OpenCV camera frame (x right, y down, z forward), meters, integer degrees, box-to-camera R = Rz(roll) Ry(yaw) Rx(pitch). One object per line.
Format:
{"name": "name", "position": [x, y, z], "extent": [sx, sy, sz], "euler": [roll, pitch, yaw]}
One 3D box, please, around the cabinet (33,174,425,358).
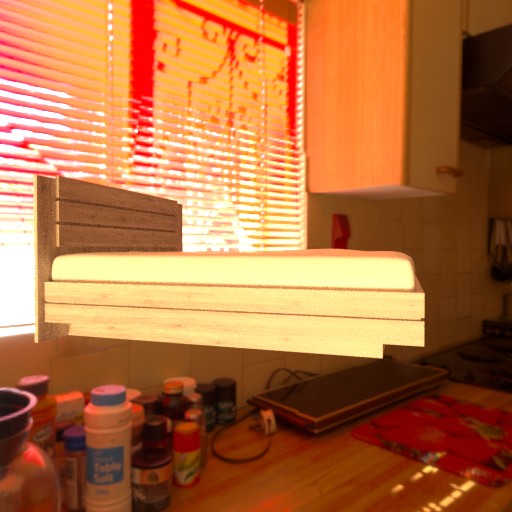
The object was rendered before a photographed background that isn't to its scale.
{"name": "cabinet", "position": [0.000, 0.000, 3.024], "extent": [2.080, 0.970, 1.750], "euler": [0, 1, 18]}
